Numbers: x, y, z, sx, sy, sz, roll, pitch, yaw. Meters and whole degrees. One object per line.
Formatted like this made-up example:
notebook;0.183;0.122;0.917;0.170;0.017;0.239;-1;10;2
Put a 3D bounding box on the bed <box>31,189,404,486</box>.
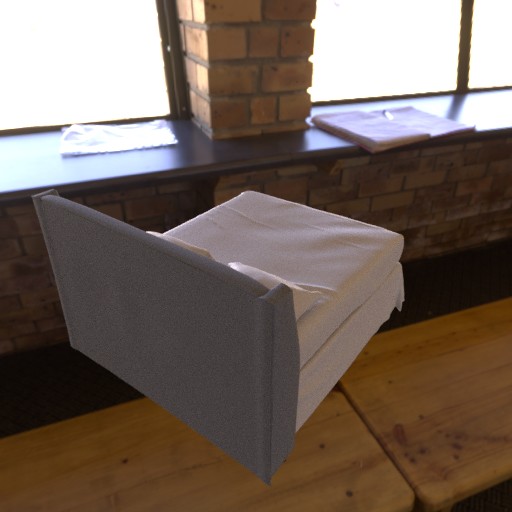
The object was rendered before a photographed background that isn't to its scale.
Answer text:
bed;0.000;0.000;3.423;1.925;1.332;2.276;21;37;31
